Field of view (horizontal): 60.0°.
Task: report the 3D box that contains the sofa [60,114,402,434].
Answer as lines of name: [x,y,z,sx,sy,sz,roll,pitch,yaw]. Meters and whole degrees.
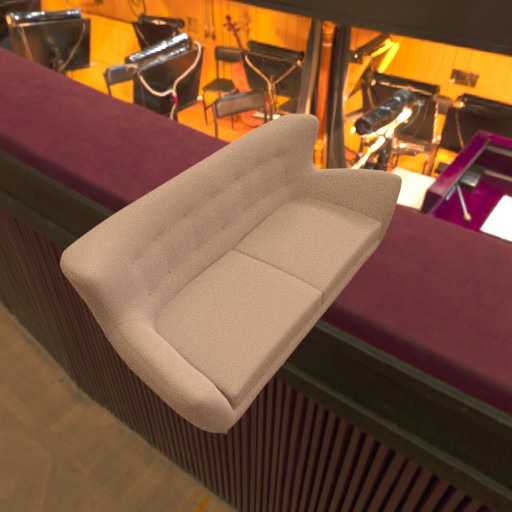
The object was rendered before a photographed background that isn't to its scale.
sofa: [0.000,0.000,2.448,0.899,0.890,1.930,26,47,26]
